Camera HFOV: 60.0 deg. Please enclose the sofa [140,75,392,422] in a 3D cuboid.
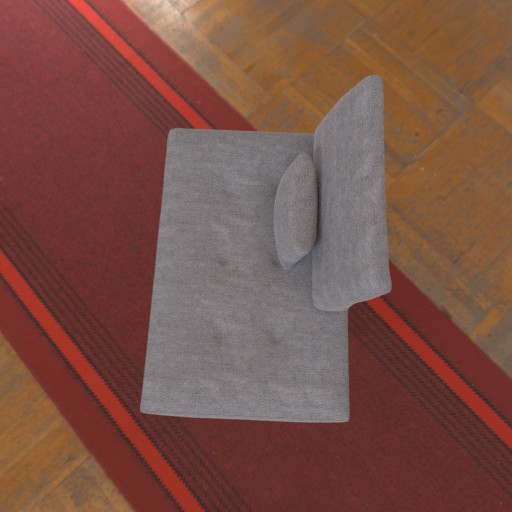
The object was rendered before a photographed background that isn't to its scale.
[{"bbox_3d":[0.000,0.000,2.024,1.002,0.820,1.450,2,75,1],"label":"sofa"}]
